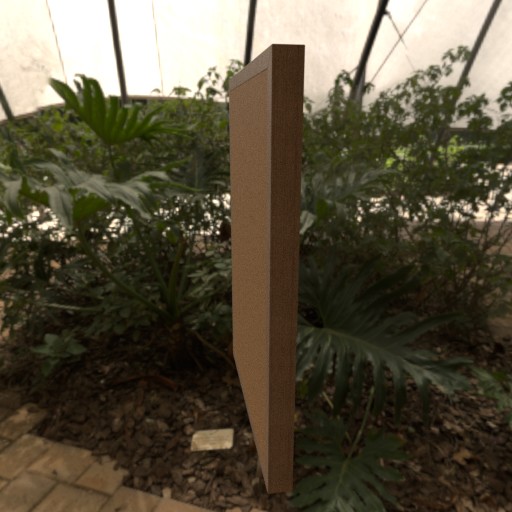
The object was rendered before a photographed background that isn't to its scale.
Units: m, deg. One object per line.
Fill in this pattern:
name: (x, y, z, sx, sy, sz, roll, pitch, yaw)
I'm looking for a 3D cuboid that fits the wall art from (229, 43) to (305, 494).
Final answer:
wall art: (0.000, 0.000, 0.646, 0.031, 0.509, 0.356, -3, 17, -9)
